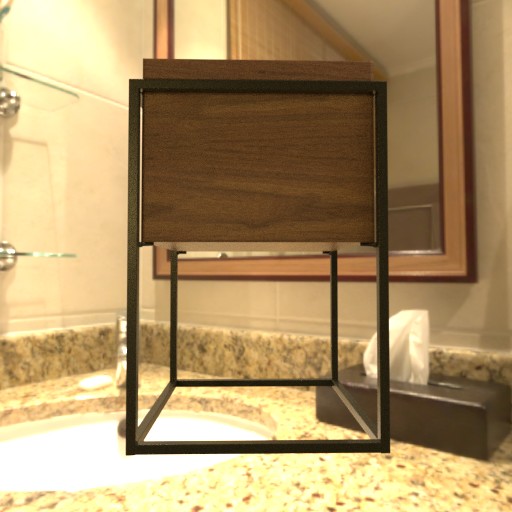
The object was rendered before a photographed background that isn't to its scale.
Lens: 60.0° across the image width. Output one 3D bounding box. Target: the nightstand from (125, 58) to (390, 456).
[{"bbox_3d":[0.000,0.000,0.870,0.397,0.607,0.397,0,-2,-1],"label":"nightstand"}]
